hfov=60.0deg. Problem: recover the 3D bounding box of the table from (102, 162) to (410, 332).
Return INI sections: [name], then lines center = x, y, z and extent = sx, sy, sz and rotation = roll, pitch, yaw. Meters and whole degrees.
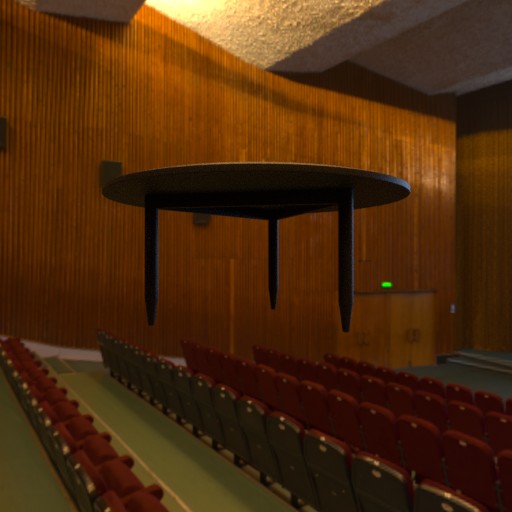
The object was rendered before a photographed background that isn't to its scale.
[table]
center = 0.000, 0.000, 1.368
extent = 0.900, 0.400, 0.900
rotation = 0, 0, 0
